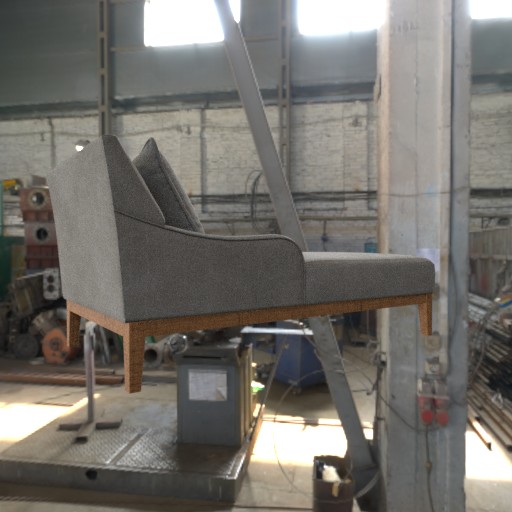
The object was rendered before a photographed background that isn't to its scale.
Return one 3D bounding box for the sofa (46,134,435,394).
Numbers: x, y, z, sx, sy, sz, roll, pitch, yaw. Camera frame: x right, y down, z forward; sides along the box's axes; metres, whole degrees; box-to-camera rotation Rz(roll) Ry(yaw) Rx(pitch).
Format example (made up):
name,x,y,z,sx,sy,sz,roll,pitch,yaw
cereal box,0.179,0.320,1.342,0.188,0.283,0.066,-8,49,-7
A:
name,x,y,z,sx,sy,sz,roll,pitch,yaw
sofa,0.000,0.000,2.231,1.779,0.859,0.894,-1,1,-35
